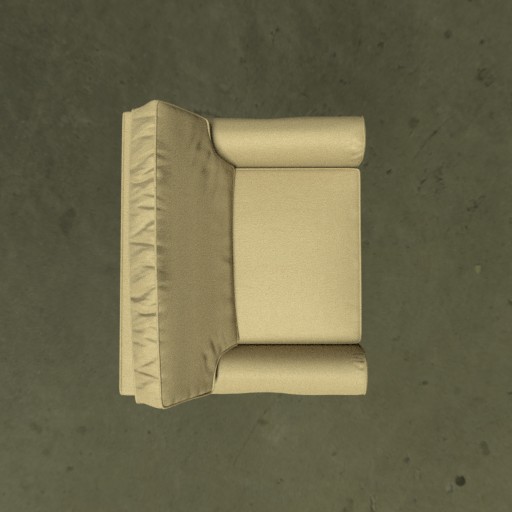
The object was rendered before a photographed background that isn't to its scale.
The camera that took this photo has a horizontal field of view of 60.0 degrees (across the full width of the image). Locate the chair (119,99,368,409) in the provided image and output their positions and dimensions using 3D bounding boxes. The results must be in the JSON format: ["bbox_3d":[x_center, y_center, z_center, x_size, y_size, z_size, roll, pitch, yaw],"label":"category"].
[{"bbox_3d":[0.000,0.000,1.805,0.903,0.937,1.096,0,88,1],"label":"chair"}]
